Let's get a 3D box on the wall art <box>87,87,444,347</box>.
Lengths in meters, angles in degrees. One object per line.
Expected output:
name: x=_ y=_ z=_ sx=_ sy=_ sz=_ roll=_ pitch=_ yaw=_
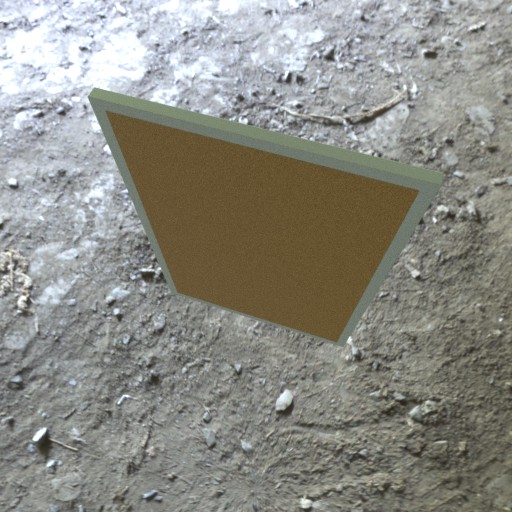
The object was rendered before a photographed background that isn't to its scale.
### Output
wall art: x=0.000 y=0.000 z=0.555 sx=0.303 sy=0.433 sz=0.013 roll=16 pitch=63 yaw=8
